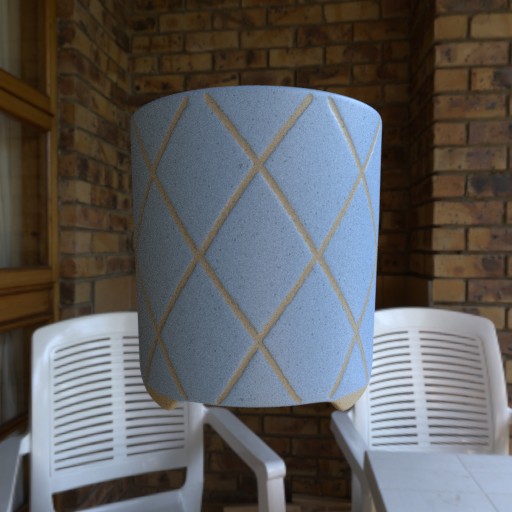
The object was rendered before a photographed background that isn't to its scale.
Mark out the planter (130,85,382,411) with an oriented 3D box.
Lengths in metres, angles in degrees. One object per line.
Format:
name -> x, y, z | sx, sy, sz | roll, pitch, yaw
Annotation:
planter -> 0.000, 0.000, 0.350 | 0.191, 0.200, 0.191 | 0, 1, 0
